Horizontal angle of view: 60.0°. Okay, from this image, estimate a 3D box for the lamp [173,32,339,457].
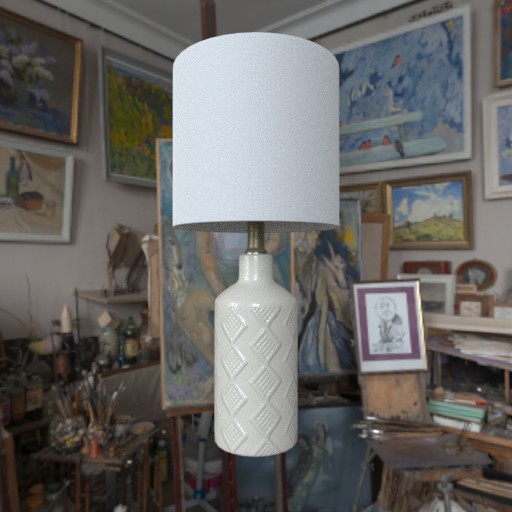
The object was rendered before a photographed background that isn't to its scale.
[{"bbox_3d":[0.000,0.000,0.559,0.207,0.461,0.207,0,0,1],"label":"lamp"}]
